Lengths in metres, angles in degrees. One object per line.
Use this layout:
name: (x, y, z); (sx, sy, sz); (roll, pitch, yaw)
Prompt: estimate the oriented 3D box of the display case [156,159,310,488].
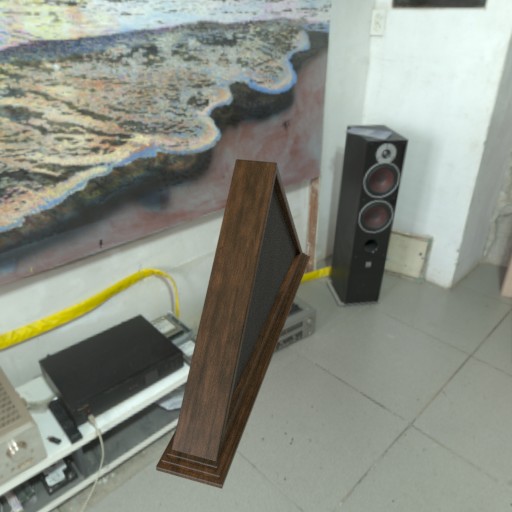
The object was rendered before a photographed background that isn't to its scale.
display case: (0.000, 0.000, 0.776); (0.095, 0.340, 0.640); (8, 30, 14)
